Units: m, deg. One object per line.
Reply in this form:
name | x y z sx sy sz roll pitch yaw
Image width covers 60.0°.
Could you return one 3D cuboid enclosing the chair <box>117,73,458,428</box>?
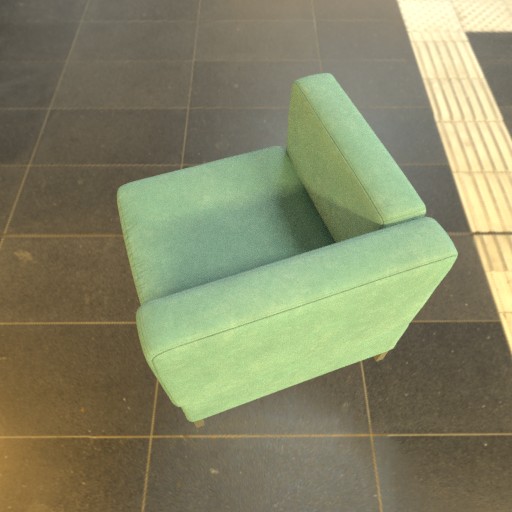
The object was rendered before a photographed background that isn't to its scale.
chair | 0.000 0.000 1.266 0.680 0.660 0.680 -17 59 -10
